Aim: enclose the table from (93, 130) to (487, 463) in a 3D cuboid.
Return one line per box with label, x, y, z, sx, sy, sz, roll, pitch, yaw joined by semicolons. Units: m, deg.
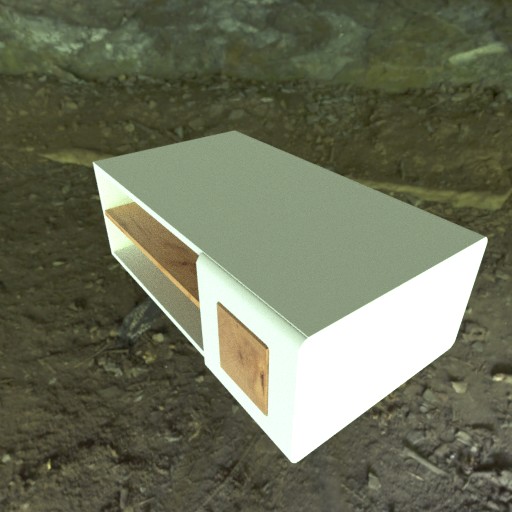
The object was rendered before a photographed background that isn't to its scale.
table;0.000;0.000;1.434;0.639;0.442;1.097;-22;39;-30
